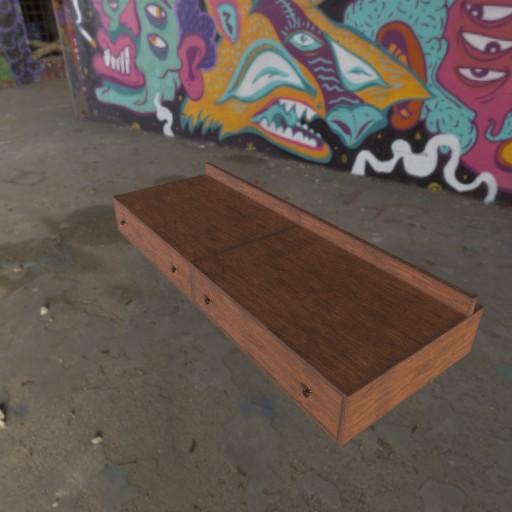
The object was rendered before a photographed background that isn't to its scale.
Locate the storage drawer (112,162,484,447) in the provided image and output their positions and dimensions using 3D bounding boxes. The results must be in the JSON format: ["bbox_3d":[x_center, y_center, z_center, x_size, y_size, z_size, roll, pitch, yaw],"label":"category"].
[{"bbox_3d":[0.000,0.000,2.217,0.774,0.339,1.914,-20,36,-31],"label":"storage drawer"}]
